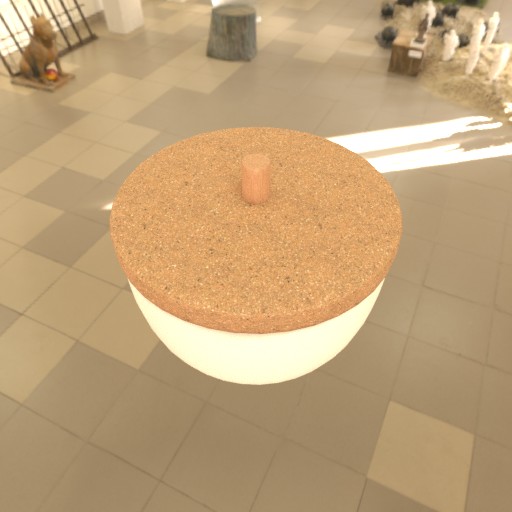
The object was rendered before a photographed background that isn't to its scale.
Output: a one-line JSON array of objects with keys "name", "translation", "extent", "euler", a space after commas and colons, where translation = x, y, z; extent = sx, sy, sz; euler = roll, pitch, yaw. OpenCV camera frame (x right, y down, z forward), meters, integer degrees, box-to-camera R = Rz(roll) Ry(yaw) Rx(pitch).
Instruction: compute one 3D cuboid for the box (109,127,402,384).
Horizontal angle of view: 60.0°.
[{"name": "box", "translation": [0.000, 0.000, 0.187], "extent": [0.107, 0.094, 0.107], "euler": [0, 46, 0]}]
